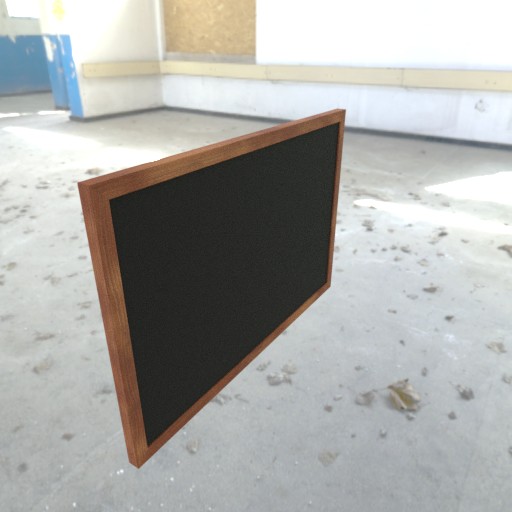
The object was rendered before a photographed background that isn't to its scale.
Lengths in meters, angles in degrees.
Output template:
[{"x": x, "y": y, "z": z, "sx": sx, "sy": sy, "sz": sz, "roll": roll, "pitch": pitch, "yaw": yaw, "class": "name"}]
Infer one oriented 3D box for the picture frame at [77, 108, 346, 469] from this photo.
[{"x": 0.000, "y": 0.000, "z": 1.182, "sx": 0.029, "sy": 0.640, "sz": 0.950, "roll": 17, "pitch": 31, "yaw": 30, "class": "picture frame"}]
